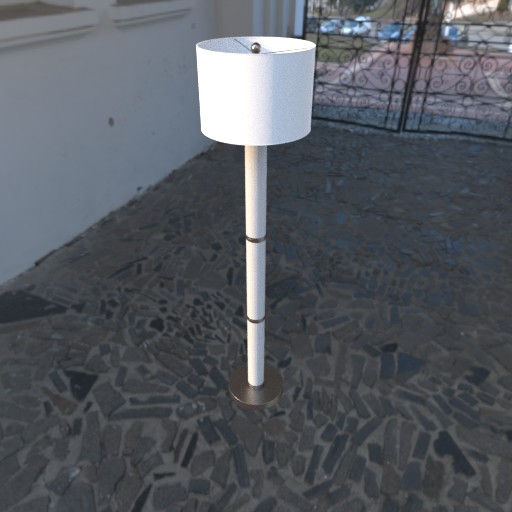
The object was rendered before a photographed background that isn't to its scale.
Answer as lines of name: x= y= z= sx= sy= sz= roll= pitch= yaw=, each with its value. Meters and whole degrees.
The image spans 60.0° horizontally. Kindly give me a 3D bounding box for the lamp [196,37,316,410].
lamp: x=0.000 y=0.000 z=1.827 sx=0.377 sy=1.599 sz=0.377 roll=22 pitch=39 yaw=30
